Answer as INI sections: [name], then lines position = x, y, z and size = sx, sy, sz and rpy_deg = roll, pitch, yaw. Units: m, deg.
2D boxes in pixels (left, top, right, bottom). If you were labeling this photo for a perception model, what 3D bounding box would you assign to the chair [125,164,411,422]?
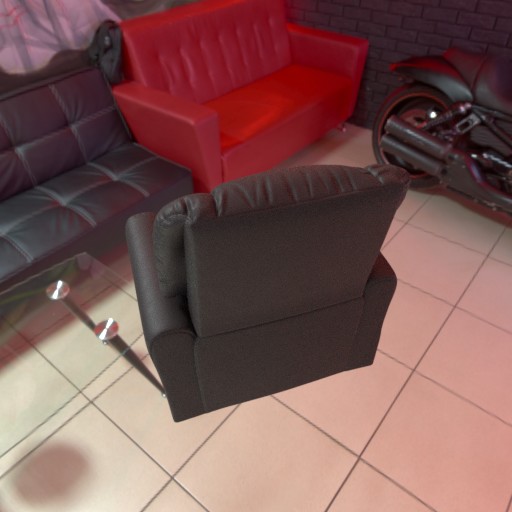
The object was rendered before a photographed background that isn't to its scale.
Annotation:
[chair]
position = 0.000, 0.000, 1.122
size = 0.610, 0.709, 0.521
rpy_deg = -12, 43, -14
